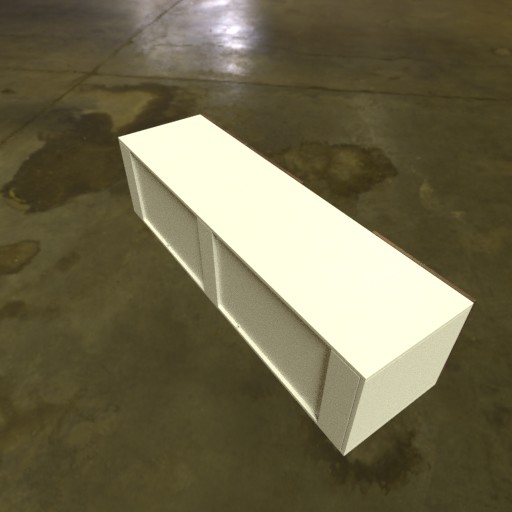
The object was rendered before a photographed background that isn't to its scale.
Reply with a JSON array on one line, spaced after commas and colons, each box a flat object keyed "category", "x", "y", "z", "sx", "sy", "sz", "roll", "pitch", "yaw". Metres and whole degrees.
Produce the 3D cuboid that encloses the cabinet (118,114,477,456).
[{"category": "cabinet", "x": 0.000, "y": 0.000, "z": 1.761, "sx": 0.431, "sy": 0.533, "sz": 1.499, "roll": -25, "pitch": 47, "yaw": -26}]
